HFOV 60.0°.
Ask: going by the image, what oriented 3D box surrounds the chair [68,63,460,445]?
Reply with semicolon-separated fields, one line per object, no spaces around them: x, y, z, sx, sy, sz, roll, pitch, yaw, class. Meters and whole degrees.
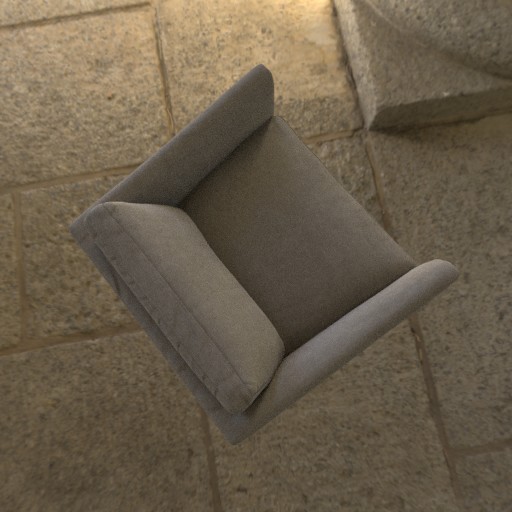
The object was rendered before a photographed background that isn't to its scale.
0.000;0.000;1.932;1.091;0.845;1.190;-39;80;-8;chair
